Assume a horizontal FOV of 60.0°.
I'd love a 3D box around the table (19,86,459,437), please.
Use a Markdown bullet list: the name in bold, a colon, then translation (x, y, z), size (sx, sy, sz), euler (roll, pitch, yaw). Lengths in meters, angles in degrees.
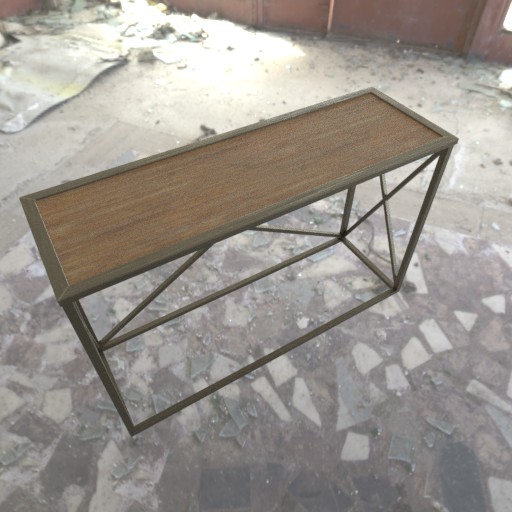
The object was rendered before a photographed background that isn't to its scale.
- **table**: translation (0.000, 0.000, 1.537), size (1.216, 0.753, 0.402), euler (-24, 51, -21)
